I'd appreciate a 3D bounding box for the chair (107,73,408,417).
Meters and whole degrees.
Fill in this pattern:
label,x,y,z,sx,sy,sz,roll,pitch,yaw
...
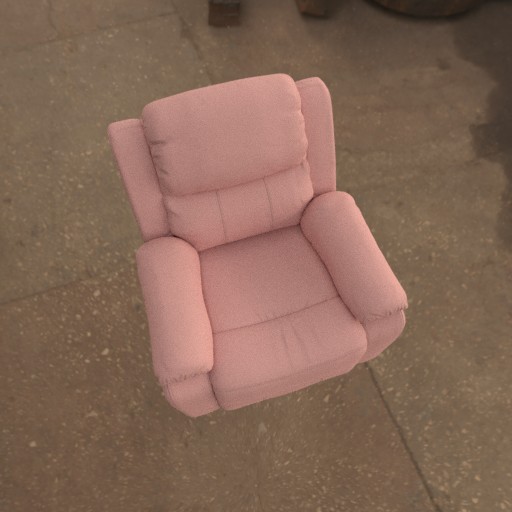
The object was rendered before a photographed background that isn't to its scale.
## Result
label,x,y,z,sx,sy,sz,roll,pitch,yaw
chair,0.000,0.000,1.266,0.680,0.702,0.709,-16,64,-8
